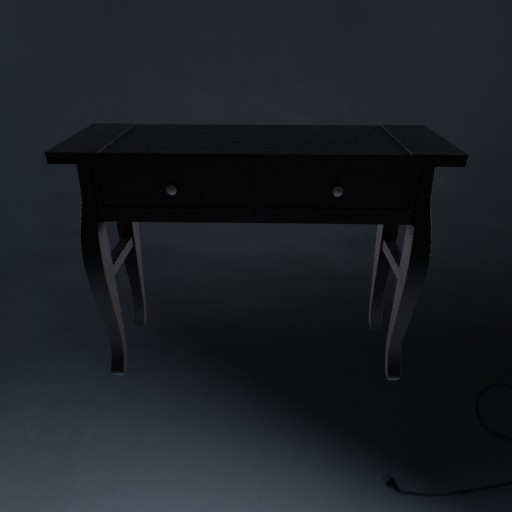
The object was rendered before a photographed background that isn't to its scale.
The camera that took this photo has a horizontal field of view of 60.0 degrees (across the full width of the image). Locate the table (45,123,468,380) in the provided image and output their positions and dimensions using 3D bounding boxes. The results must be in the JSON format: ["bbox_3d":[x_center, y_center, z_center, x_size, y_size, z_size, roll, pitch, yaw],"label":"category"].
[{"bbox_3d":[0.000,0.000,1.445,1.062,0.768,0.373,1,28,1],"label":"table"}]
